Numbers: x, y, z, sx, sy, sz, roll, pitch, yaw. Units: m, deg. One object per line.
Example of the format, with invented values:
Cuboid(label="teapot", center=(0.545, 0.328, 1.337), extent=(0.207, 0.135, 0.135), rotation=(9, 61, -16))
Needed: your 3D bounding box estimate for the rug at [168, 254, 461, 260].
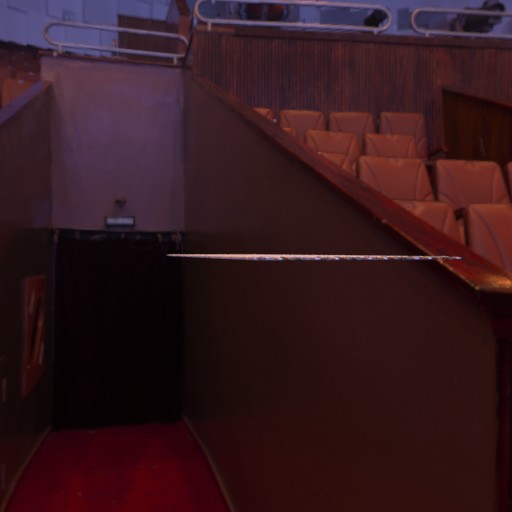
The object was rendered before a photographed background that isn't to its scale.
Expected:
Cuboid(label="rug", center=(0.000, 0.000, 2.645), extent=(0.769, 0.013, 2.440), rotation=(0, 0, -18))
